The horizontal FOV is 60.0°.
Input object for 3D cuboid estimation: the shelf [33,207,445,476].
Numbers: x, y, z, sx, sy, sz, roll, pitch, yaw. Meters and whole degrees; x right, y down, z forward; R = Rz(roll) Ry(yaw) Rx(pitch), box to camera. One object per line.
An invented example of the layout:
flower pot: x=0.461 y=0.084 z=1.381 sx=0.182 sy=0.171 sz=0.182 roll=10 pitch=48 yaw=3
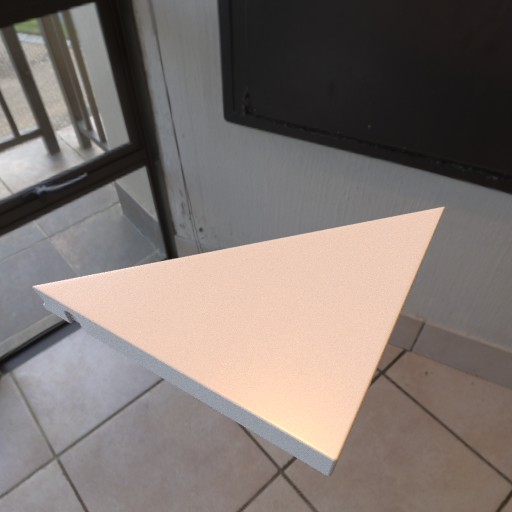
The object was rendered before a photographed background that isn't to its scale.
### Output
shelf: x=0.000 y=0.000 z=0.445 sx=0.296 sy=0.035 sz=0.296 roll=23 pitch=52 yaw=20
